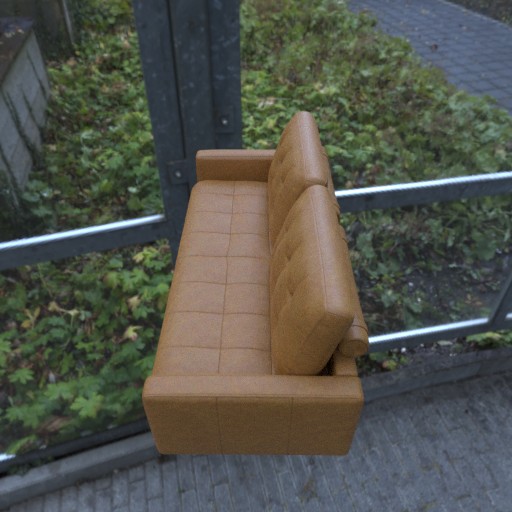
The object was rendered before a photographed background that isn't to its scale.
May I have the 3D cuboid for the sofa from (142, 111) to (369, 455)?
[{"bbox_3d":[0.000,0.000,2.284,0.850,0.898,1.821,0,41,0],"label":"sofa"}]
